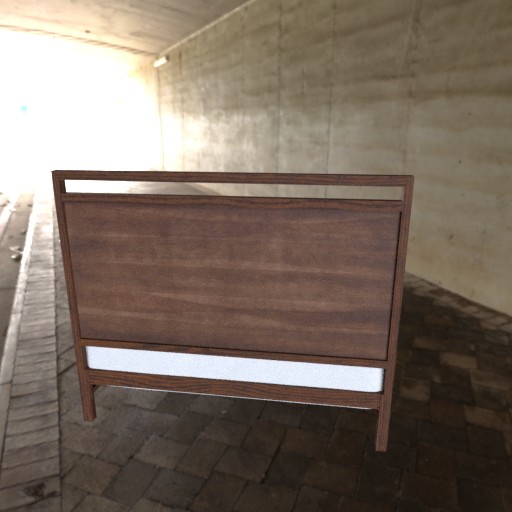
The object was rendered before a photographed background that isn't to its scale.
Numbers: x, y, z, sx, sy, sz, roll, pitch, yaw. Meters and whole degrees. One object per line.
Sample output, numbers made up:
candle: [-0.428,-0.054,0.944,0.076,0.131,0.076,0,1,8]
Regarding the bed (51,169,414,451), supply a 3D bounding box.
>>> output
bed: [0.000,0.000,3.371,1.765,1.487,2.218,2,17,8]
